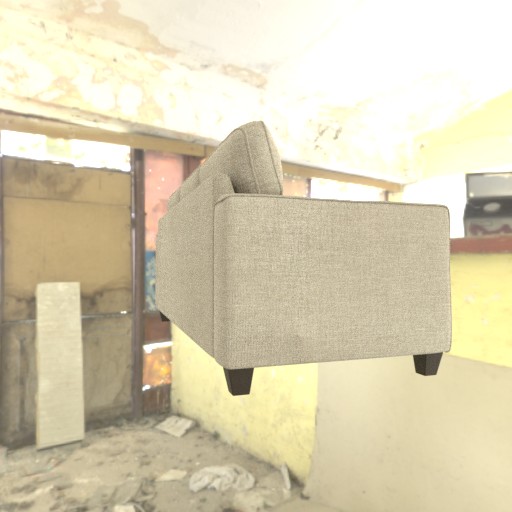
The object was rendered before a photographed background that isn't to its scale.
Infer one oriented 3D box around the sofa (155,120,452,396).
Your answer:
[{"bbox_3d":[0.000,0.000,2.573,0.939,0.965,2.133,0,-1,-19],"label":"sofa"}]
